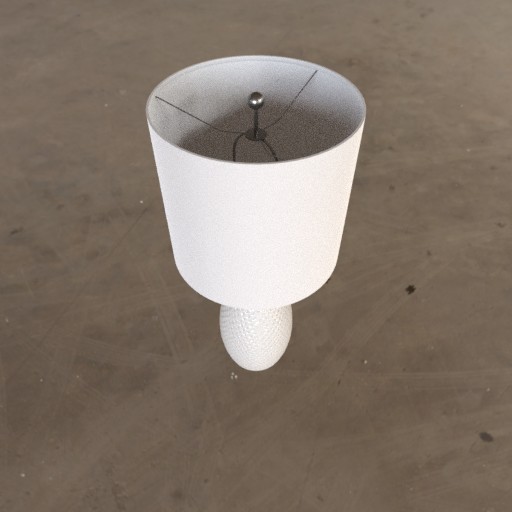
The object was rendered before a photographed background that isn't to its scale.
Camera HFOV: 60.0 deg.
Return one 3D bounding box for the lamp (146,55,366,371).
[{"bbox_3d":[0.000,0.000,0.602,0.214,0.466,0.214,32,55,26],"label":"lamp"}]
